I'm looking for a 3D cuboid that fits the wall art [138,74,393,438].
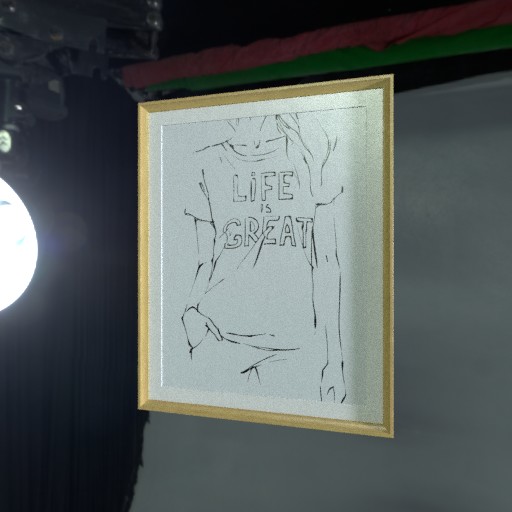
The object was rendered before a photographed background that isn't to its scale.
[{"bbox_3d":[0.000,0.000,1.349,0.798,1.002,0.030,0,0,17],"label":"wall art"}]
